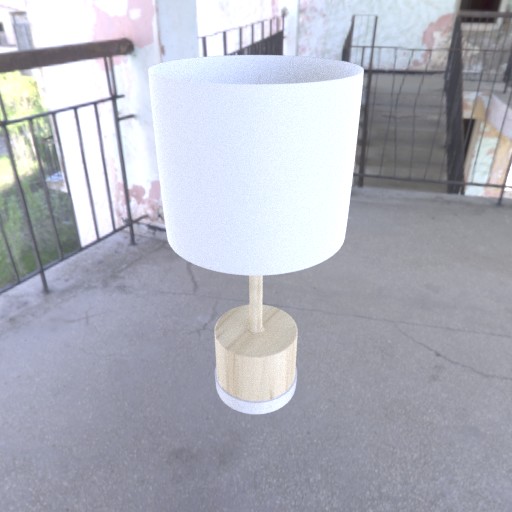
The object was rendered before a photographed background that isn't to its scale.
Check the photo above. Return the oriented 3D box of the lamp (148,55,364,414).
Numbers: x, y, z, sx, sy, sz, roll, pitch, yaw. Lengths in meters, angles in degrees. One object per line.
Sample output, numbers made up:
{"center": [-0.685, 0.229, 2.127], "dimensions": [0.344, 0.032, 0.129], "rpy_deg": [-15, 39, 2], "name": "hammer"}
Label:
{"center": [0.000, 0.000, 0.594], "dimensions": [0.229, 0.470, 0.229], "rpy_deg": [18, 35, 28], "name": "lamp"}
